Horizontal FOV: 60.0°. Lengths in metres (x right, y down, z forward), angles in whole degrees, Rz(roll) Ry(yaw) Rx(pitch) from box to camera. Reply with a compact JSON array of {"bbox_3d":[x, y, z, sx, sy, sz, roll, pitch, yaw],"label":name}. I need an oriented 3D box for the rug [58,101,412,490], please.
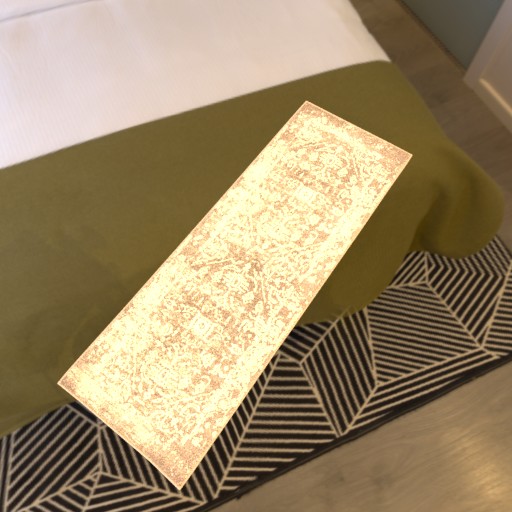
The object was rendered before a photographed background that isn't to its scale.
[{"bbox_3d":[0.000,0.000,2.658,0.855,0.017,2.452,33,69,15],"label":"rug"}]
